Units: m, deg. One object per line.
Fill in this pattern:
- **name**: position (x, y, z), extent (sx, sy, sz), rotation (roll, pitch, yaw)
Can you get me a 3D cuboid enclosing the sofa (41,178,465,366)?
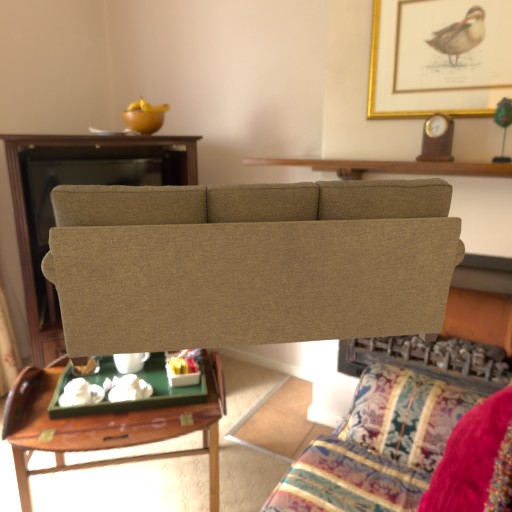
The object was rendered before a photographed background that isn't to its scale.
- **sofa**: position (0.000, 0.000, 2.782), extent (2.312, 0.975, 0.965), rotation (-2, 14, -8)
